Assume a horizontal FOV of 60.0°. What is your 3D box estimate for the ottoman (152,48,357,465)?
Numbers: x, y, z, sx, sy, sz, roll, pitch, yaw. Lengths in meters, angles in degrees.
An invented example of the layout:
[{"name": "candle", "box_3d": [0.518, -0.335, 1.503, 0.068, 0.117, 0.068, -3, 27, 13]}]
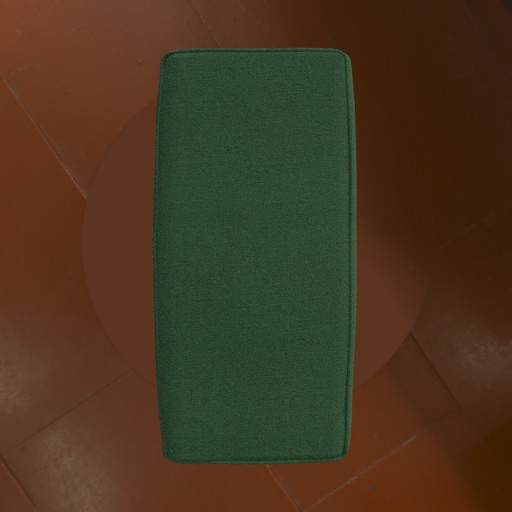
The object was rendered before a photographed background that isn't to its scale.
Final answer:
[{"name": "ottoman", "box_3d": [0.000, 0.000, 1.219, 0.483, 0.471, 0.957, 0, 91, 0]}]
